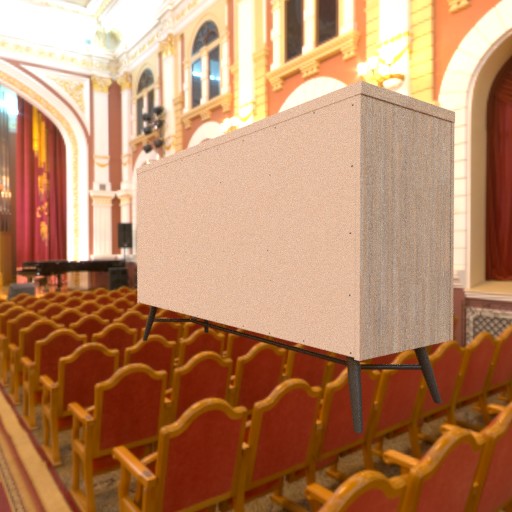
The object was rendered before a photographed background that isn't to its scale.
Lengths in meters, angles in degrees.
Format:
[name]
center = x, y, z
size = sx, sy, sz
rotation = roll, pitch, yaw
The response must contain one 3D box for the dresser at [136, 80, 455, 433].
[dresser]
center = 0.000, 0.000, 1.879
size = 0.457, 0.914, 1.524
rotation = -1, 1, -36
